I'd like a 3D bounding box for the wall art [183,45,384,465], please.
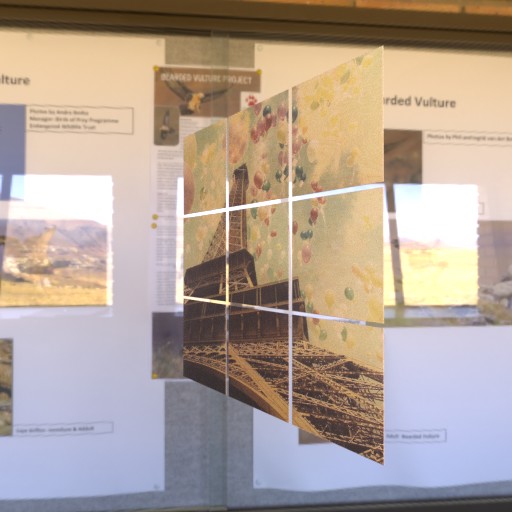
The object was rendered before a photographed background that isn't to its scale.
[{"bbox_3d":[0.000,0.000,2.193,0.002,1.505,1.517,0,-1,-37],"label":"wall art"}]
